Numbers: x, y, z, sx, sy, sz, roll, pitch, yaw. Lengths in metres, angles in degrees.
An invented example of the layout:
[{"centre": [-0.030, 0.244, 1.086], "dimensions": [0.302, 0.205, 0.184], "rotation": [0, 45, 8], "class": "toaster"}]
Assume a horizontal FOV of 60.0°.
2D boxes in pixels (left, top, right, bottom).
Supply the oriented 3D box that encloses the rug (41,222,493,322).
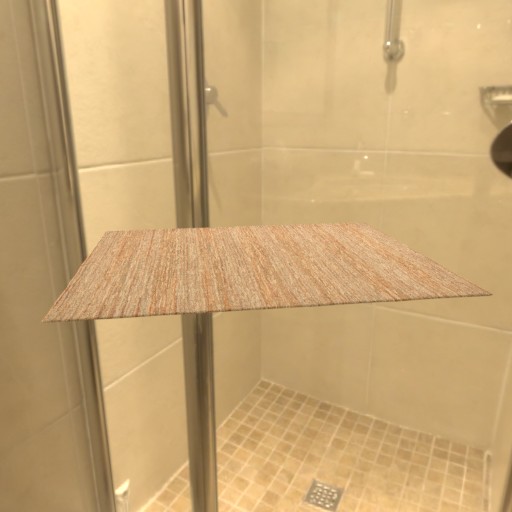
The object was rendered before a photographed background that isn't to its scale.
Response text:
[{"centre": [0.000, 0.000, 3.899], "dimensions": [2.939, 0.009, 2.313], "rotation": [-3, 17, -8], "class": "rug"}]
